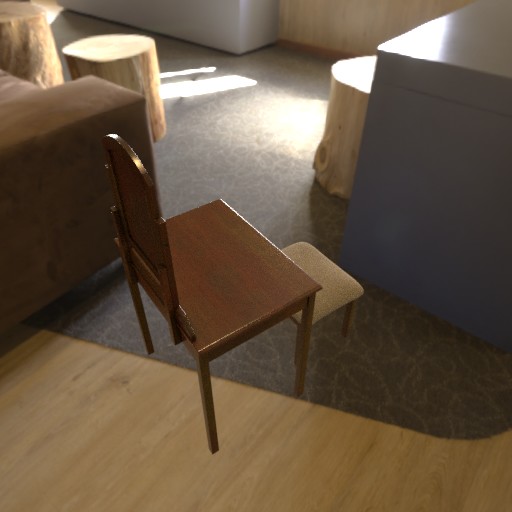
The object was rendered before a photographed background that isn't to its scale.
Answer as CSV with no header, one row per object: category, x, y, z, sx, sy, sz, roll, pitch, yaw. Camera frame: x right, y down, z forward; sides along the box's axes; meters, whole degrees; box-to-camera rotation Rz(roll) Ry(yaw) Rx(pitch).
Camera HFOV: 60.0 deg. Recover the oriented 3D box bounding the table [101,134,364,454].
table,0.000,0.000,2.316,1.211,1.631,0.876,-25,47,-26
